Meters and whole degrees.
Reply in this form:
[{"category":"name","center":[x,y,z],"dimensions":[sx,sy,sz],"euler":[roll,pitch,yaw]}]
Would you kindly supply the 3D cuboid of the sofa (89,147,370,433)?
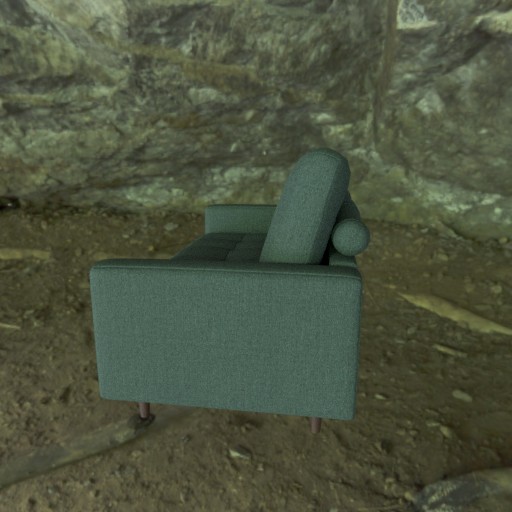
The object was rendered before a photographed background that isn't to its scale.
[{"category":"sofa","center":[0.000,0.000,1.915],"dimensions":[0.842,0.907,1.407],"euler":[2,14,8]}]
